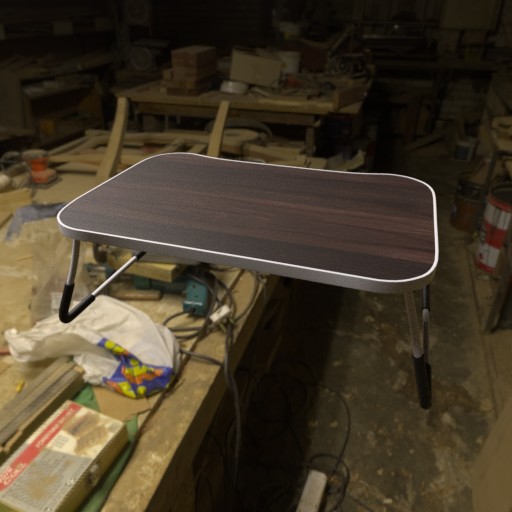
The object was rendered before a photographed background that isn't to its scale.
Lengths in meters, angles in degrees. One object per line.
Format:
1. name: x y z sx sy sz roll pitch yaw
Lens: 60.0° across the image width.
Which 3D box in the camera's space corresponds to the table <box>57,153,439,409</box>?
1. table: 0.000 0.000 0.829 0.660 0.232 0.400 9 32 16
